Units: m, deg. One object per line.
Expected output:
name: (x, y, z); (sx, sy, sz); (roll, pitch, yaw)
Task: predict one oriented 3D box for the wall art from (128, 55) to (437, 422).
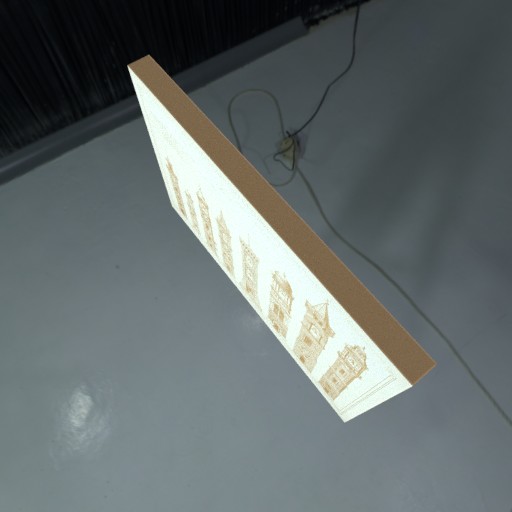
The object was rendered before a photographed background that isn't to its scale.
wall art: (0.000, 0.000, 0.772); (0.039, 0.407, 0.609); (-34, 69, -15)
